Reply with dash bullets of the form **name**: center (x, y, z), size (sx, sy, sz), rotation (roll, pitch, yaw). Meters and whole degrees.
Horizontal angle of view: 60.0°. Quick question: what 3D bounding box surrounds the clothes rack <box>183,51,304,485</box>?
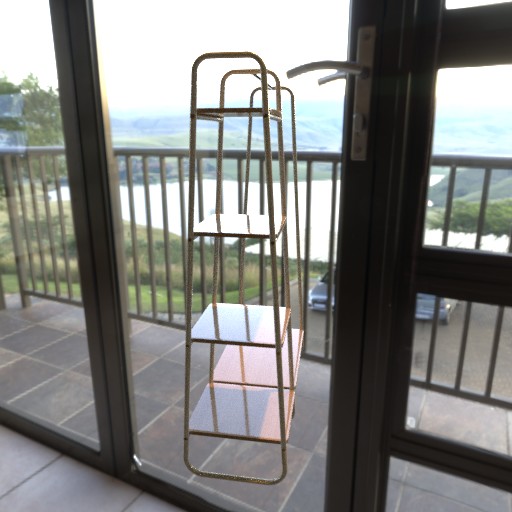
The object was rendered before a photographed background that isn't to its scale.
- **clothes rack**: center (0.000, 0.000, 1.955), size (0.400, 1.500, 1.011), rotation (3, 16, 9)
